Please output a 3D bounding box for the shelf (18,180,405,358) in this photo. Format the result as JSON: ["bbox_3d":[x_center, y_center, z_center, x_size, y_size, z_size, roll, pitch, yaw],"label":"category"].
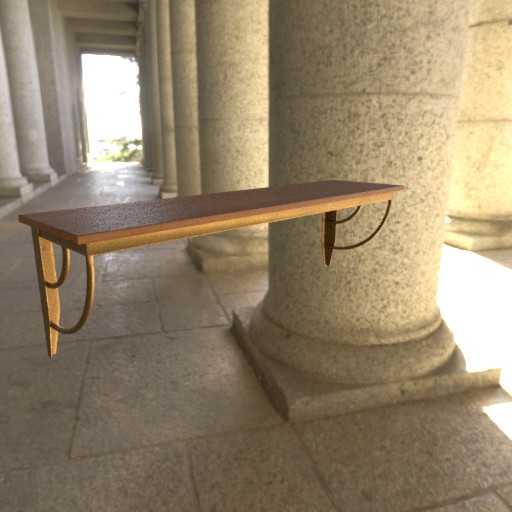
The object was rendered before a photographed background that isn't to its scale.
[{"bbox_3d":[0.000,0.000,0.713,0.636,0.190,0.166,-14,21,-43],"label":"shelf"}]
